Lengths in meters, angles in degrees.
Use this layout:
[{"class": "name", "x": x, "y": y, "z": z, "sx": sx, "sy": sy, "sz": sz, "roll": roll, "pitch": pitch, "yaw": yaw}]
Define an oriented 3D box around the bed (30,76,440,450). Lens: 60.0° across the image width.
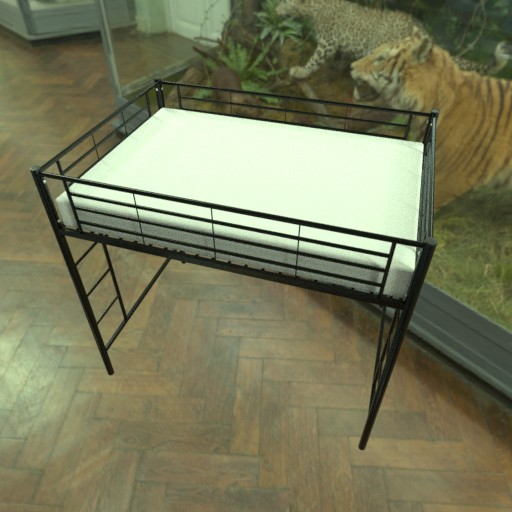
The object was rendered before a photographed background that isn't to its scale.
[{"class": "bed", "x": 0.000, "y": 0.000, "z": 3.112, "sx": 1.994, "sy": 1.803, "sz": 1.397, "roll": 12, "pitch": 43, "yaw": 13}]
